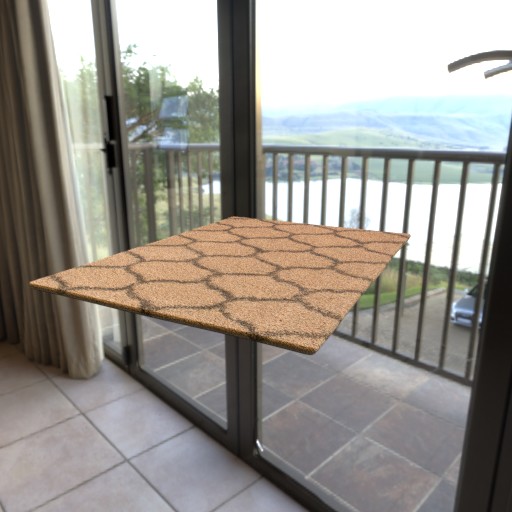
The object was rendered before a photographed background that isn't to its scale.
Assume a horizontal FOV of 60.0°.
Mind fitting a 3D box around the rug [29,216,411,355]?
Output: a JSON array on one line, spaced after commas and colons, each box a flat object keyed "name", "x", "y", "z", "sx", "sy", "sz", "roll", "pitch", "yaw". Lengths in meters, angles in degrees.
[{"name": "rug", "x": 0.000, "y": 0.000, "z": 2.157, "sx": 1.200, "sy": 0.025, "sz": 1.600, "roll": 8, "pitch": 18, "yaw": 26}]
